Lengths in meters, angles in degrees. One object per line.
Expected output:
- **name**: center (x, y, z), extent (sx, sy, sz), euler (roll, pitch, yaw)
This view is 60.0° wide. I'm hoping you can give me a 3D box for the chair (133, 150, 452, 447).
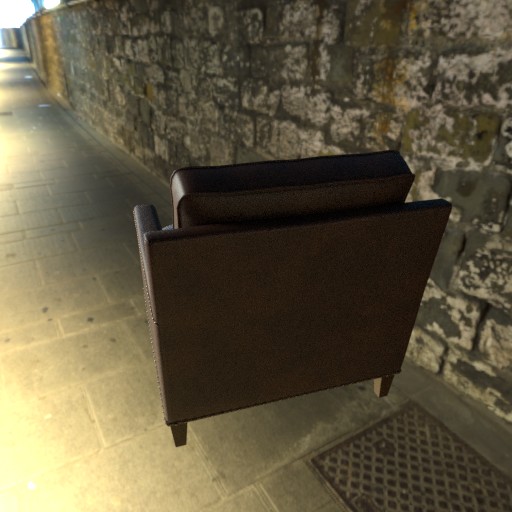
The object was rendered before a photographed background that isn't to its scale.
- **chair**: center (0.000, 0.000, 1.700), extent (0.853, 0.929, 1.014), euler (-8, 27, -15)
